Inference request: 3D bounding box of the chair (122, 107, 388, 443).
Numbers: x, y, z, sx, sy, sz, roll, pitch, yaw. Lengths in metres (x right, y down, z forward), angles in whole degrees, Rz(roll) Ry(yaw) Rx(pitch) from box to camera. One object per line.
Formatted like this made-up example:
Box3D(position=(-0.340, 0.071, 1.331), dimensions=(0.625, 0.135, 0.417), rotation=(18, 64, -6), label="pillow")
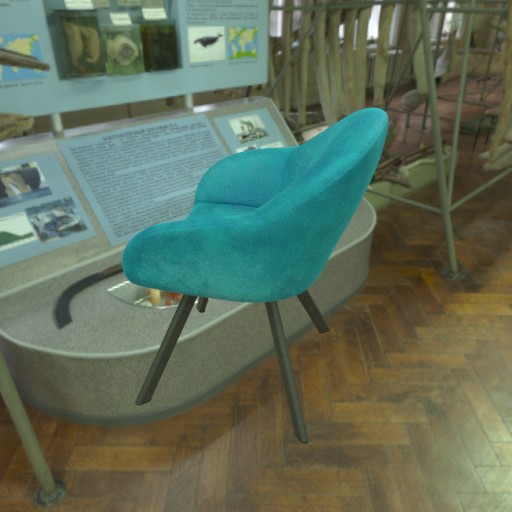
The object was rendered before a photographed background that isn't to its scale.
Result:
Box3D(position=(0.000, 0.000, 1.206), dimensions=(0.590, 0.795, 0.550), rotation=(8, 31, 13), label="chair")
